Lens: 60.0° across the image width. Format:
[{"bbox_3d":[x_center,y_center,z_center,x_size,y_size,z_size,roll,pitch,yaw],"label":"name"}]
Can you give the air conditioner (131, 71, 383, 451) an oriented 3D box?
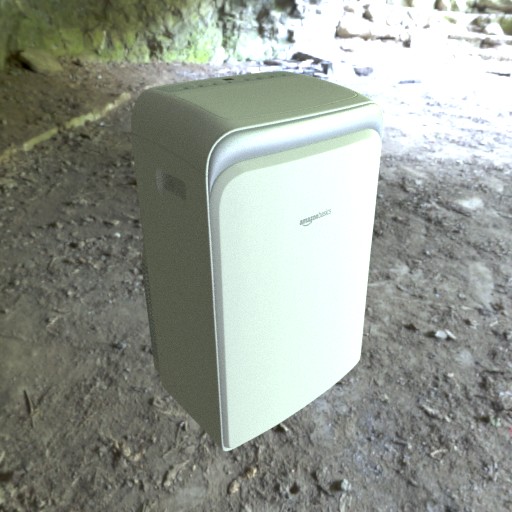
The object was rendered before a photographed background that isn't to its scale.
[{"bbox_3d":[0.000,0.000,0.961,0.454,0.700,0.365,-22,37,-33],"label":"air conditioner"}]
